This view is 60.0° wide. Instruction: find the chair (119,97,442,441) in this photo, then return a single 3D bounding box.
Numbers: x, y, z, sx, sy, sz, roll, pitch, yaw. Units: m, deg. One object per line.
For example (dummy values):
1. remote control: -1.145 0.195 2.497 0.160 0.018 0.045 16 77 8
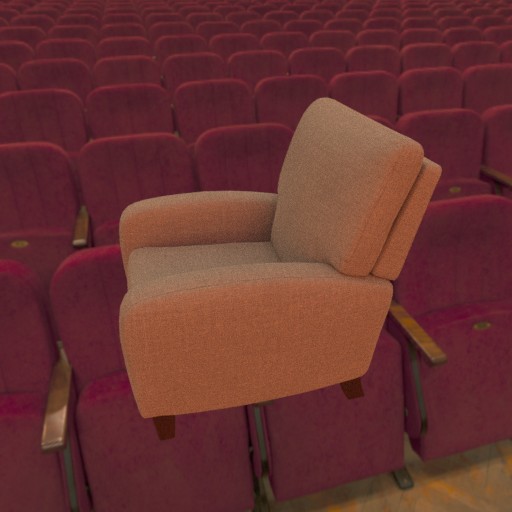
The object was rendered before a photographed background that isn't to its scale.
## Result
1. chair: 0.000 0.000 1.649 0.990 0.990 0.762 -8 32 -13
